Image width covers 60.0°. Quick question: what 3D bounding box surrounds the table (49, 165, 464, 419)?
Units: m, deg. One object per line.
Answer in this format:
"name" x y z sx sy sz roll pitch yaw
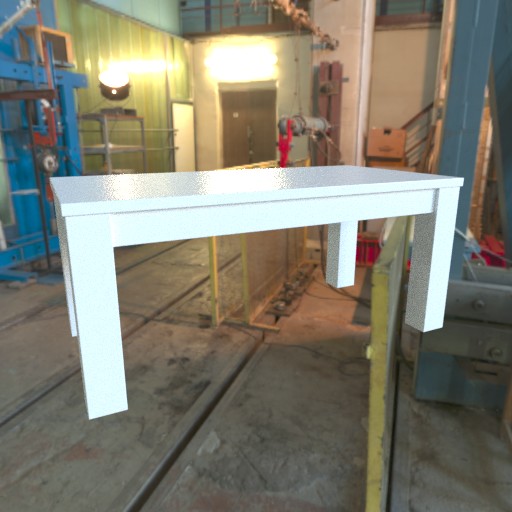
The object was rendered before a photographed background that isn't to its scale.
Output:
"table" 0.000 0.000 2.258 1.800 0.790 0.900 -8 18 -25
